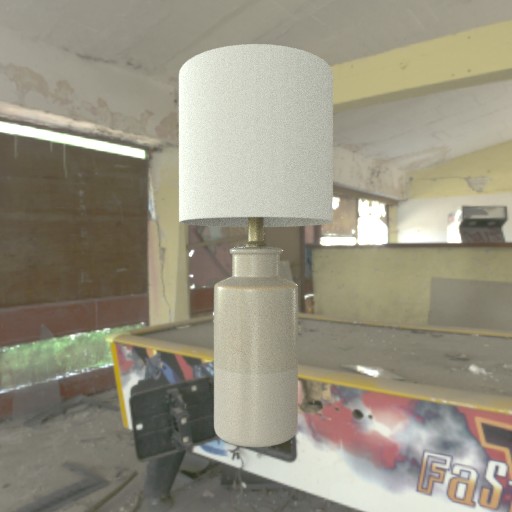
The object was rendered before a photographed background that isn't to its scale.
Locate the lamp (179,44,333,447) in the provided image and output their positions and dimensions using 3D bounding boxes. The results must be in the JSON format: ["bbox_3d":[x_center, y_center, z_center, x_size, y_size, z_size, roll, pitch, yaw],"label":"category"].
[{"bbox_3d":[0.000,0.000,0.621,0.212,0.493,0.212,0,1,-18],"label":"lamp"}]
